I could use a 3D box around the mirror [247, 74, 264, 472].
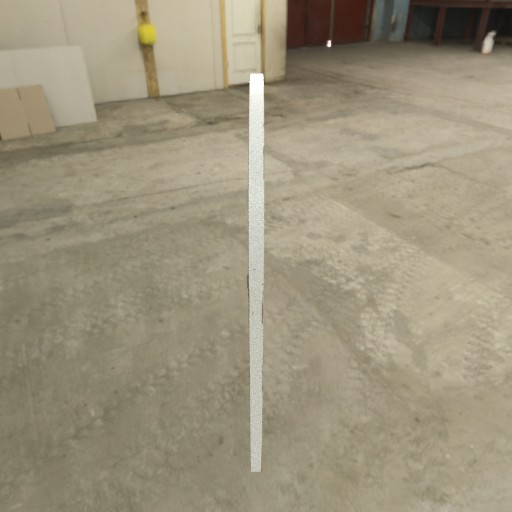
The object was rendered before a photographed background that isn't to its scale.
[{"bbox_3d":[0.000,0.000,1.201,0.032,0.920,0.660,0,31,0],"label":"mirror"}]
